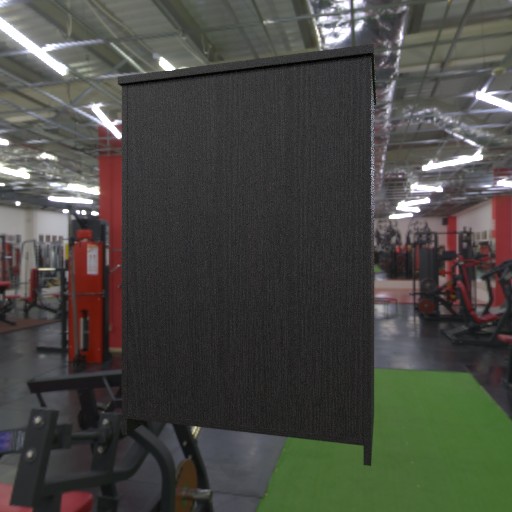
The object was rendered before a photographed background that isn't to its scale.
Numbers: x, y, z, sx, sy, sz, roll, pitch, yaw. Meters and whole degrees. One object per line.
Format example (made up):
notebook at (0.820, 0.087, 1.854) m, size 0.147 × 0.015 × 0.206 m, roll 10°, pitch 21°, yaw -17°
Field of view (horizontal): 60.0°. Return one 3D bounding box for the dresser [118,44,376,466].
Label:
dresser at (0.000, 0.000, 1.354) m, size 0.704 × 1.020 × 0.399 m, roll 0°, pitch 0°, yaw 16°
